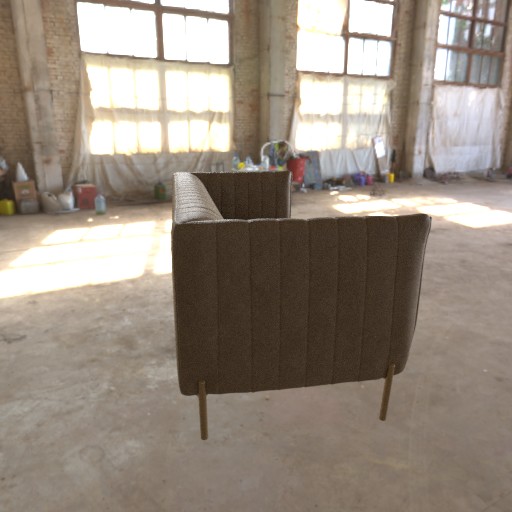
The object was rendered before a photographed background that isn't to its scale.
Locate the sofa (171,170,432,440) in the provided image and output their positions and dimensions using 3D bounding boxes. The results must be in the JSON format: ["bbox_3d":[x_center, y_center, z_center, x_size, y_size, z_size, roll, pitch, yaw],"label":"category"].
[{"bbox_3d":[0.000,0.000,2.408,0.876,0.779,1.980,-3,16,-10],"label":"sofa"}]
